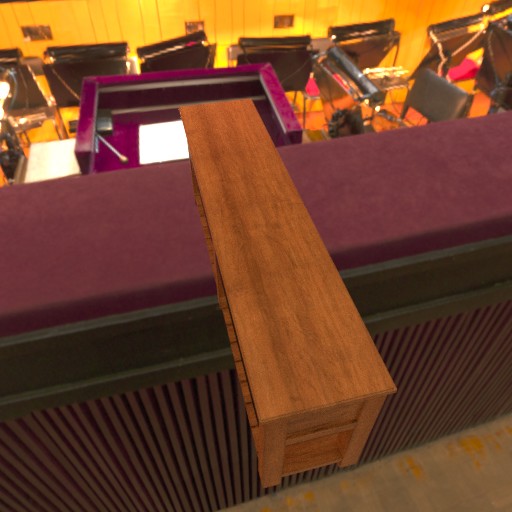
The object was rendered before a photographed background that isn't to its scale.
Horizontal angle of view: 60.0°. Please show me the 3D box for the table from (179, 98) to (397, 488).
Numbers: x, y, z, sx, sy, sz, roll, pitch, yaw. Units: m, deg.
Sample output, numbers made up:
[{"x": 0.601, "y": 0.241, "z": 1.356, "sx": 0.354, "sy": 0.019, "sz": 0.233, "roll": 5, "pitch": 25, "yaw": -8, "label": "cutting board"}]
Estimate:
[{"x": 0.000, "y": 0.000, "z": 2.080, "sx": 0.425, "sy": 0.635, "sz": 1.815, "roll": -10, "pitch": 47, "yaw": -10, "label": "table"}]
